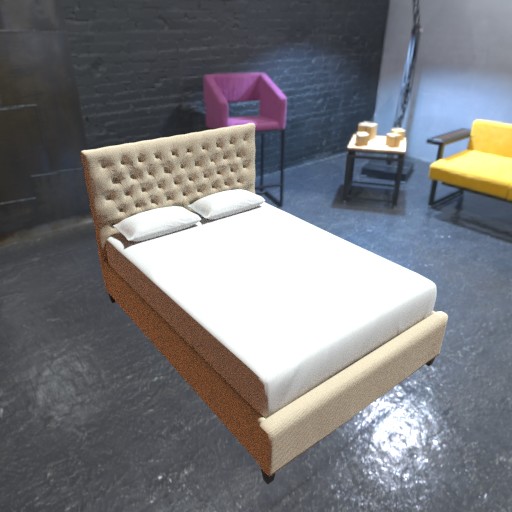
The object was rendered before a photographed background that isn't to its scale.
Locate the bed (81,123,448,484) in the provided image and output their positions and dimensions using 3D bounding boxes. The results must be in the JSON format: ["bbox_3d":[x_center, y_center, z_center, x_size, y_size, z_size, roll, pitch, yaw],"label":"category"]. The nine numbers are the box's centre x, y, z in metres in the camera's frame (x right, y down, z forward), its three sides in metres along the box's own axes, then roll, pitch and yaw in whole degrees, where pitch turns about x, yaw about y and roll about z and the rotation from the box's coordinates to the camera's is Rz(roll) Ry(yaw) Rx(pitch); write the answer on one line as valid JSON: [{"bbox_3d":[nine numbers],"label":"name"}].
[{"bbox_3d":[0.000,0.000,3.427,1.698,1.427,2.387,-20,35,-32],"label":"bed"}]
